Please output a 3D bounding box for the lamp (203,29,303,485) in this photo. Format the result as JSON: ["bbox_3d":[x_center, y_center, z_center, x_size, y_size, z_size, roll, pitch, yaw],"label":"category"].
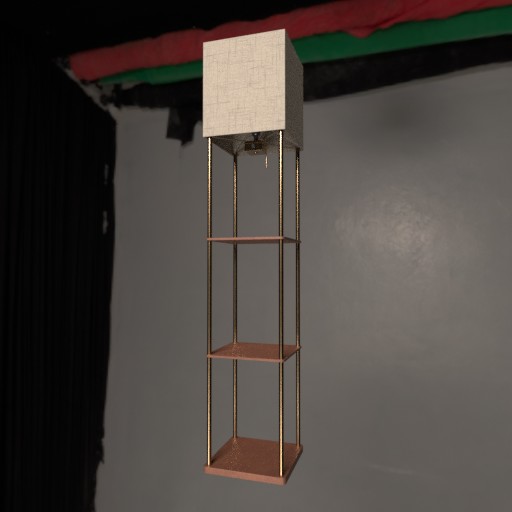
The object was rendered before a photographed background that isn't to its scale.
[{"bbox_3d":[0.000,0.000,1.714,0.310,1.569,0.308,0,-1,18],"label":"lamp"}]
